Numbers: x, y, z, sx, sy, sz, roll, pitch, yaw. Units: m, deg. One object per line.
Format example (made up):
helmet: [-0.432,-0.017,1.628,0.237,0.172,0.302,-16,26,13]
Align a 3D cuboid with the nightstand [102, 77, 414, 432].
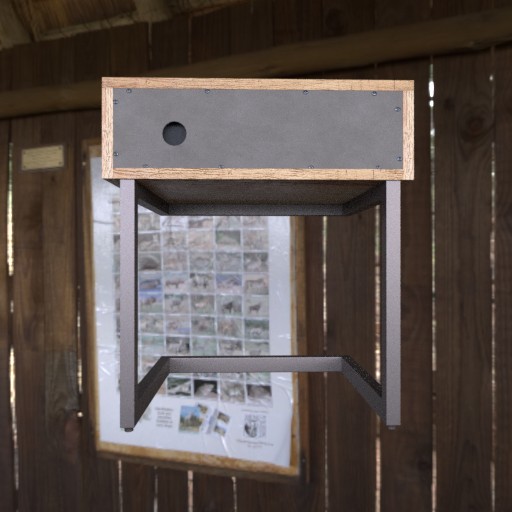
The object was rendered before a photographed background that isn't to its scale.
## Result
nightstand: [0.000,0.000,1.029,0.558,0.632,0.481,0,0,-1]
